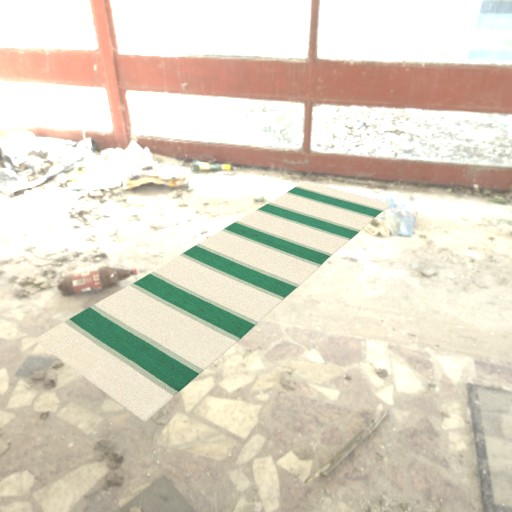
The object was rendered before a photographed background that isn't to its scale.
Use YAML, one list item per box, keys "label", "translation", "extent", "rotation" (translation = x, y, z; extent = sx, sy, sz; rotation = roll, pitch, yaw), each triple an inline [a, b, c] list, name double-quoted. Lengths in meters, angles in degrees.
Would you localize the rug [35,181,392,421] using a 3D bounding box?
- label: "rug"
  translation: [0.000, 0.000, 2.709]
  extent: [0.768, 0.012, 2.438]
  rotation: [21, 37, 30]
